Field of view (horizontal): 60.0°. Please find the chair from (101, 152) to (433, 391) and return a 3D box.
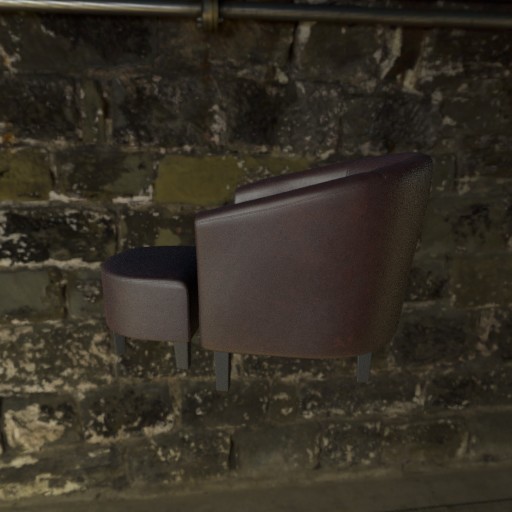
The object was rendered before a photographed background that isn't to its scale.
[{"bbox_3d":[0.000,0.000,1.654,1.176,0.755,0.737,2,15,7],"label":"chair"}]
